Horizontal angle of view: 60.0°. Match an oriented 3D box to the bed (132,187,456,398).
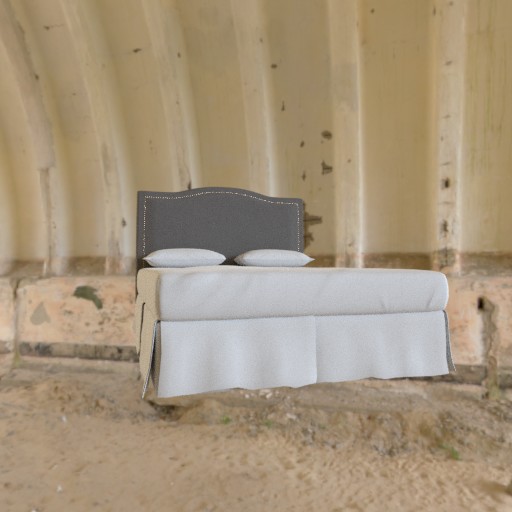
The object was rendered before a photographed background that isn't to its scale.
[{"bbox_3d":[0.000,0.000,3.433,1.821,1.436,2.282,0,-1,-17],"label":"bed"}]
